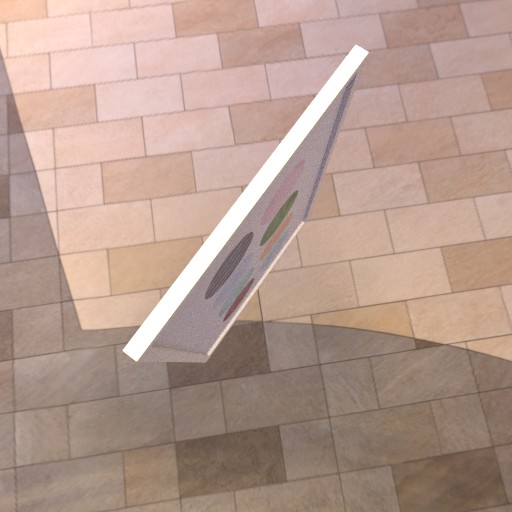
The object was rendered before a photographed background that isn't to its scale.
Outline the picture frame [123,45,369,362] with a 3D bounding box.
[{"bbox_3d":[0.000,0.000,0.549,0.013,0.434,0.305,35,79,8],"label":"picture frame"}]
